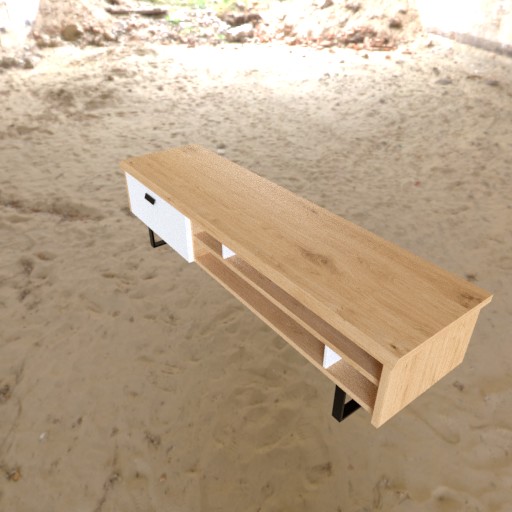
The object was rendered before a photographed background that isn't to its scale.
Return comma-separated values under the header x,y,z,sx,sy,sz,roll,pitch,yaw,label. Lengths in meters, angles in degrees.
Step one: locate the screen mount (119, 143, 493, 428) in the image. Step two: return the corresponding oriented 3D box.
x,y,z,sx,sy,sz,roll,pitch,yaw,label
0.000,0.000,1.862,0.450,0.430,1.700,-22,38,-30,screen mount
